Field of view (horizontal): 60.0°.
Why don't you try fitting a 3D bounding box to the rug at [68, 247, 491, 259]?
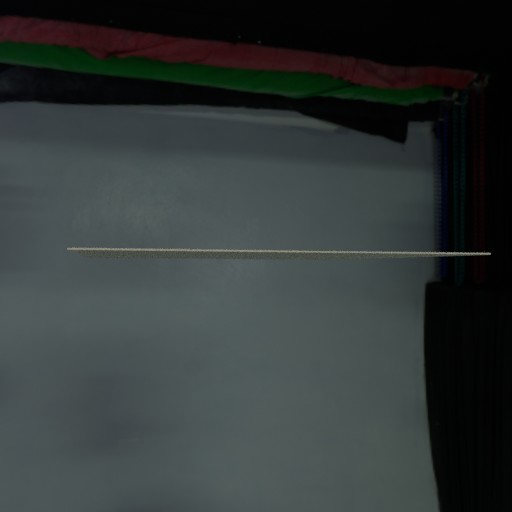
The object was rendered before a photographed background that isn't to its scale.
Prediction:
[{"bbox_3d":[0.000,0.000,4.131,3.046,0.015,2.446,0,-1,-18],"label":"rug"}]
